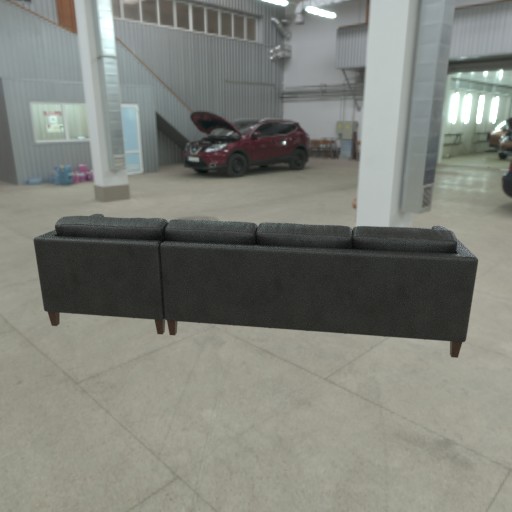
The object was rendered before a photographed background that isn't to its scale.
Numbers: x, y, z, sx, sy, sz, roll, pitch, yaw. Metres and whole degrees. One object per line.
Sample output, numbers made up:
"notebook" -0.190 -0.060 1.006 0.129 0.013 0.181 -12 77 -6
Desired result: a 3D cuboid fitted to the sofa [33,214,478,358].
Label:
"sofa" 0.000 0.000 3.957 3.203 0.883 1.581 3 17 9
